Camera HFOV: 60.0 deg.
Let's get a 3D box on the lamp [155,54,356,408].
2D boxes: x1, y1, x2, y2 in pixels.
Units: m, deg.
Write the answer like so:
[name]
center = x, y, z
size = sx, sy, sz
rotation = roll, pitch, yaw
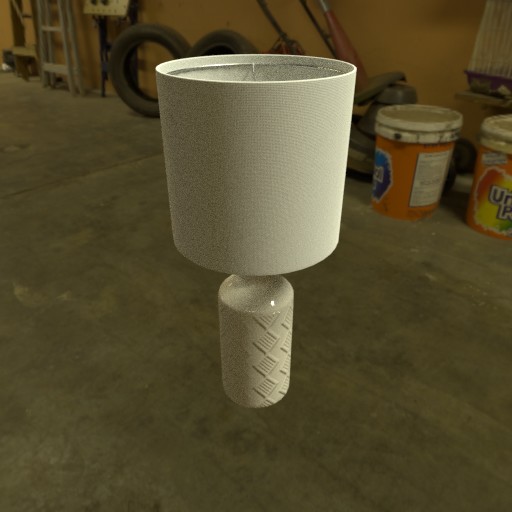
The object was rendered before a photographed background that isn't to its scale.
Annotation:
[lamp]
center = 0.000, 0.000, 0.579
size = 0.207, 0.461, 0.207
rotation = -1, 30, -2
